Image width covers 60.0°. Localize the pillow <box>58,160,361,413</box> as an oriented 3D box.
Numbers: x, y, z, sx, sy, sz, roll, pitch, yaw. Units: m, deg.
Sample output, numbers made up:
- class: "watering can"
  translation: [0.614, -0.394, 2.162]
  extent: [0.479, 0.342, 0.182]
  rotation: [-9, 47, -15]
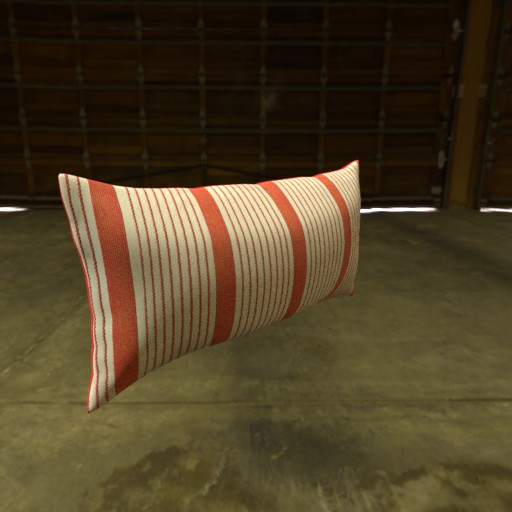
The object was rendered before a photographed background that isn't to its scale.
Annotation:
- class: "pillow"
  translation: [0.000, 0.000, 0.728]
  extent: [0.151, 0.297, 0.608]
  rotation: [14, 20, 43]
